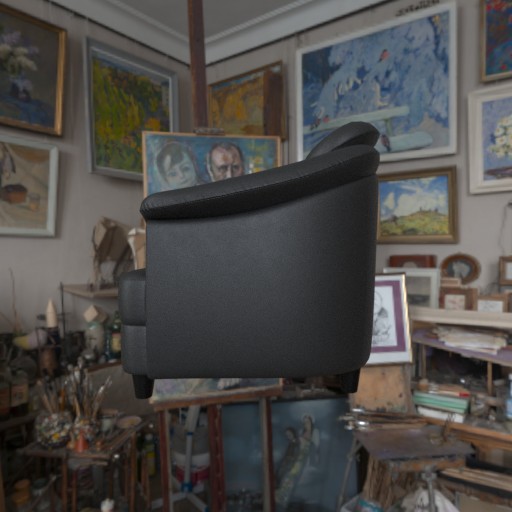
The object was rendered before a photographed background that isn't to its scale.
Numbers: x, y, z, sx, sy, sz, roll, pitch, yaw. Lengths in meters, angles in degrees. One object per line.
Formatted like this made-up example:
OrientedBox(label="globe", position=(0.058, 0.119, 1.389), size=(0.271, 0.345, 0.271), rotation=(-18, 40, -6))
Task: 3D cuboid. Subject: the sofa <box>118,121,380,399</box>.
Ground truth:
OrientedBox(label="sofa", position=(0.000, 0.000, 1.542), size=(0.794, 0.811, 0.870), rotation=(0, 0, -1))
